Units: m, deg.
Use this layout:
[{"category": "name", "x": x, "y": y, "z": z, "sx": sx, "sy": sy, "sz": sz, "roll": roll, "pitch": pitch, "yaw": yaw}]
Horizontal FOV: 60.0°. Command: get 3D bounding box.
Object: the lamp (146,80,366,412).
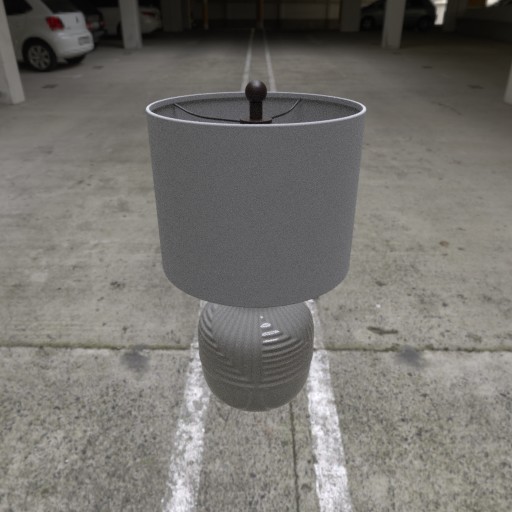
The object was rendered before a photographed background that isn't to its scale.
[{"category": "lamp", "x": 0.000, "y": 0.000, "z": 0.765, "sx": 0.318, "sy": 0.567, "sz": 0.318, "roll": 0, "pitch": 27, "yaw": 0}]
